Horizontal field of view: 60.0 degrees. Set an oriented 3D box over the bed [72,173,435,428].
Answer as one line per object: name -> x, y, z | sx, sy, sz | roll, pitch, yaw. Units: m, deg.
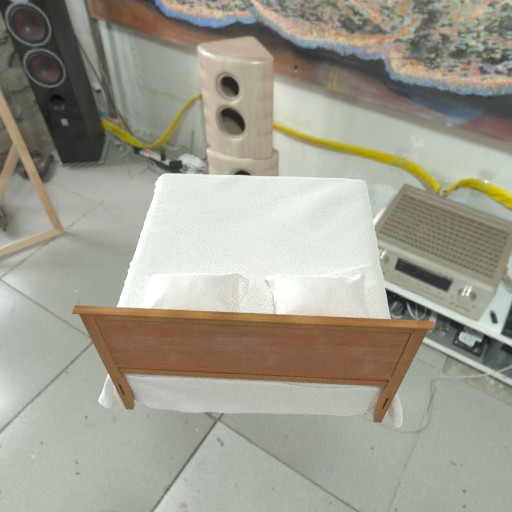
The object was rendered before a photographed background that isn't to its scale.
bed -> 0.000, 0.000, 3.629 | 2.317, 1.270, 2.215 | 2, 47, 2
